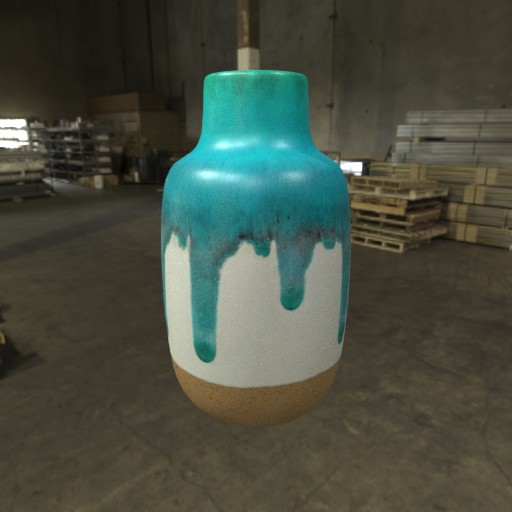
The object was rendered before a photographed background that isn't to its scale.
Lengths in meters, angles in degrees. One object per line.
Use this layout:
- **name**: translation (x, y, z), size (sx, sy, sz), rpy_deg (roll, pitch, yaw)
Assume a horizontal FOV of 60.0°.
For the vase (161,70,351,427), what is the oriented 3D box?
- **vase**: translation (0.000, 0.000, 0.254), size (0.106, 0.192, 0.106), rpy_deg (0, 15, 0)
